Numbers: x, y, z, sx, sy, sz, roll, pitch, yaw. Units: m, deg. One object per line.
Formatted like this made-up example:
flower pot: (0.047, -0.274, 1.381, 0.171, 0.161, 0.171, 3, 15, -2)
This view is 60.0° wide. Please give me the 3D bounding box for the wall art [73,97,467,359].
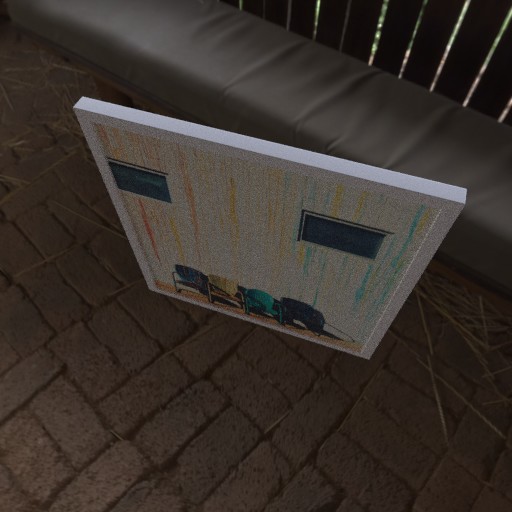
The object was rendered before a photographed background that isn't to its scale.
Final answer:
wall art: (0.000, 0.000, 1.145, 0.760, 0.760, 0.036, 16, 59, 10)
